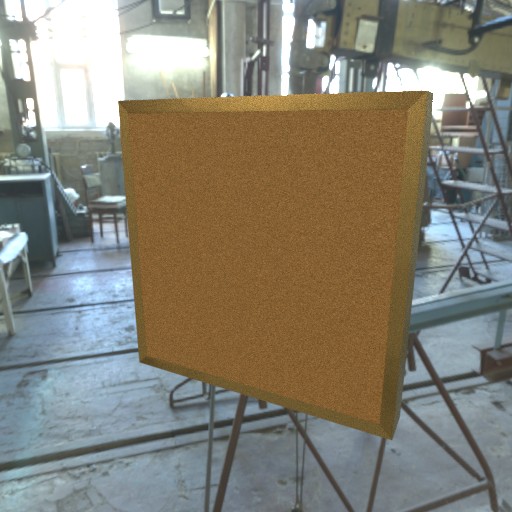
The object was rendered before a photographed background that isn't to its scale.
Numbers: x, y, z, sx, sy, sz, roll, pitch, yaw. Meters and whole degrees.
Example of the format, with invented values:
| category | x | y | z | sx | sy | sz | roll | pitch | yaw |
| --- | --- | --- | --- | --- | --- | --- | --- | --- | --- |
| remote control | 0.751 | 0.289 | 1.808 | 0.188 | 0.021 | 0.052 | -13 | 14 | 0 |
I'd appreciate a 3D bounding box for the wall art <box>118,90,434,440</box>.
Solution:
| category | x | y | z | sx | sy | sz | roll | pitch | yaw |
| --- | --- | --- | --- | --- | --- | --- | --- | --- | --- |
| wall art | 0.000 | 0.000 | 0.451 | 0.304 | 0.305 | 0.038 | 8 | 18 | 26 |
